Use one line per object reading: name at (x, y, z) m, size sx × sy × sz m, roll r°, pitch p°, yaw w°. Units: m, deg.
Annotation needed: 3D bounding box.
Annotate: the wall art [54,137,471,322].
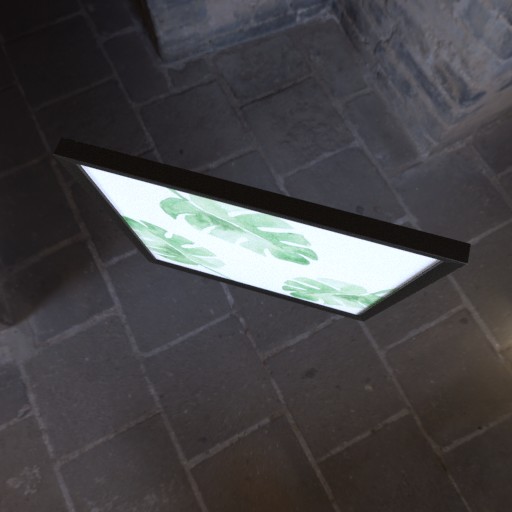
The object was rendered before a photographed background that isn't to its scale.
wall art at (0.000, 0.000, 1.160) m, size 0.765 × 0.765 × 0.038 m, roll 15°, pitch 75°, yaw 4°
